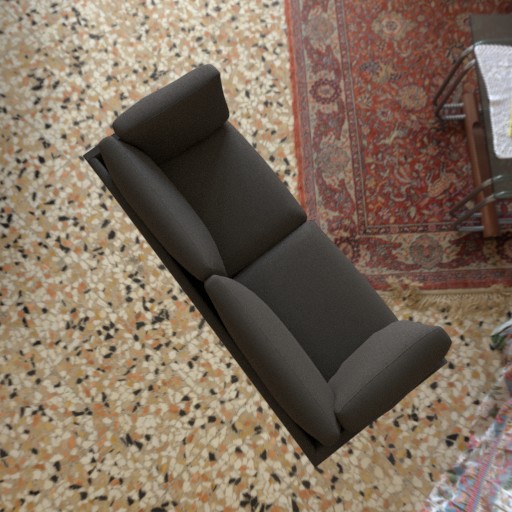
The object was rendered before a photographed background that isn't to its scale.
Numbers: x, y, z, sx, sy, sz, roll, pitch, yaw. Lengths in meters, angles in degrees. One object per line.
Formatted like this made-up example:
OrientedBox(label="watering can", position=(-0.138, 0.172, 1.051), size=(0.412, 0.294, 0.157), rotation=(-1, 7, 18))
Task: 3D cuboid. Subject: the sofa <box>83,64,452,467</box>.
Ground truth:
OrientedBox(label="sofa", position=(0.000, 0.000, 2.768), size=(0.969, 0.792, 2.312), rotation=(-37, 79, -9))
